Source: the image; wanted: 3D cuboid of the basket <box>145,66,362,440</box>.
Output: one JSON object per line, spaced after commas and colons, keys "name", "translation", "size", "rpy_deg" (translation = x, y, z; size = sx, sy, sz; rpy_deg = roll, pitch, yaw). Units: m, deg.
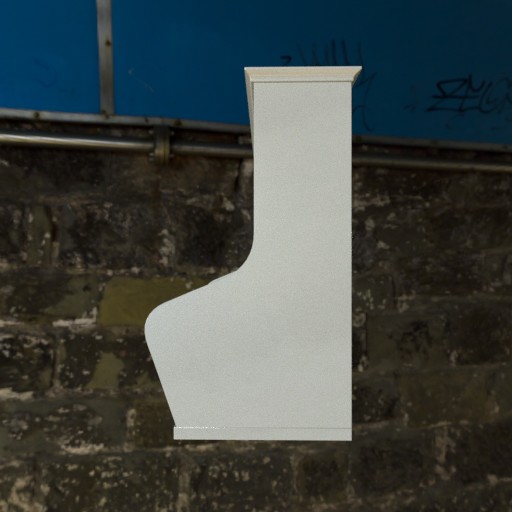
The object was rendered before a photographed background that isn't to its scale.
{"name": "basket", "translation": [0.000, 0.000, 1.096], "size": [0.350, 0.600, 0.780], "rpy_deg": [0, 0, 1]}
